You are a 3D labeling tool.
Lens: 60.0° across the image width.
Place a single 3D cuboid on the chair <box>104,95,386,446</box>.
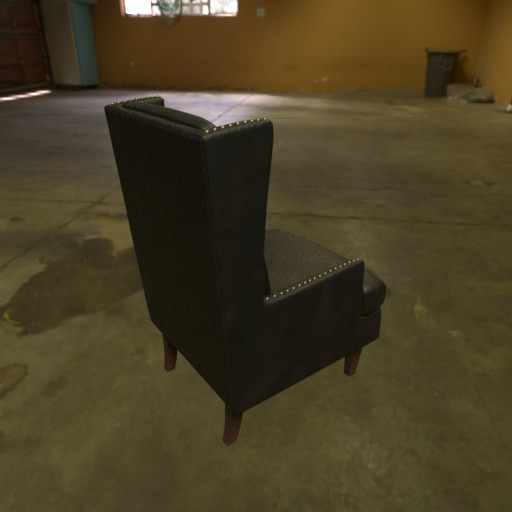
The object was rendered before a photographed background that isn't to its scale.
[{"bbox_3d":[0.000,0.000,1.706,0.799,1.142,0.703,-17,31,-32],"label":"chair"}]
